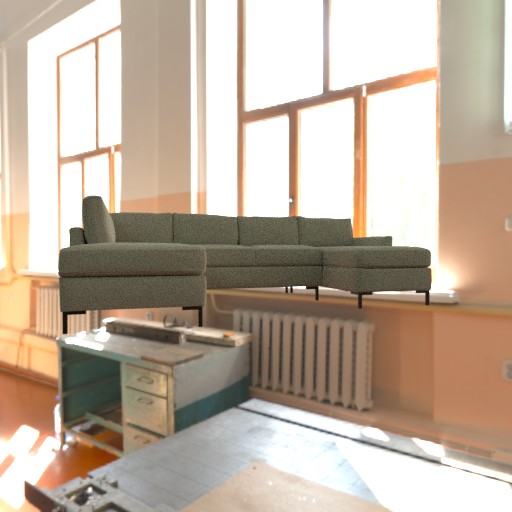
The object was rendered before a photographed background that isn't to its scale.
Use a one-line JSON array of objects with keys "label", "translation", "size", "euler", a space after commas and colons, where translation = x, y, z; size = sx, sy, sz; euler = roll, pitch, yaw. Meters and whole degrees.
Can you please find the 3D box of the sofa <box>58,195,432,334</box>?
[{"label": "sofa", "translation": [0.000, 0.000, 3.869], "size": [2.984, 0.862, 1.989], "euler": [0, 1, -18]}]
